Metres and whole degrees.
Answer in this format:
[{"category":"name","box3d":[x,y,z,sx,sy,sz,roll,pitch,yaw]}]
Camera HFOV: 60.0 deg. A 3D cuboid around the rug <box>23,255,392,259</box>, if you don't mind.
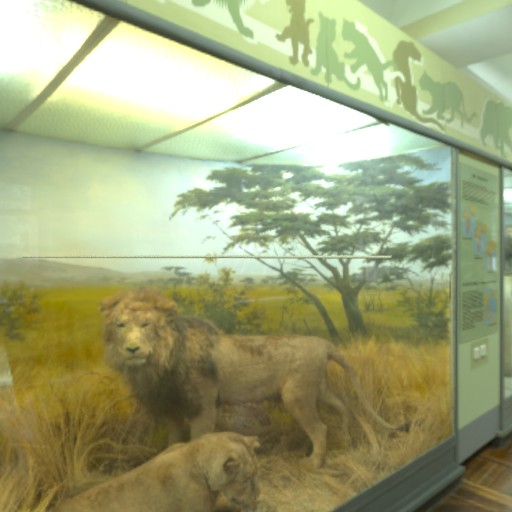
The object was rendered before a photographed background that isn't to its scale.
[{"category":"rug","box3d":[0.000,0.000,4.165,2.448,0.021,3.051,0,0,17]}]
